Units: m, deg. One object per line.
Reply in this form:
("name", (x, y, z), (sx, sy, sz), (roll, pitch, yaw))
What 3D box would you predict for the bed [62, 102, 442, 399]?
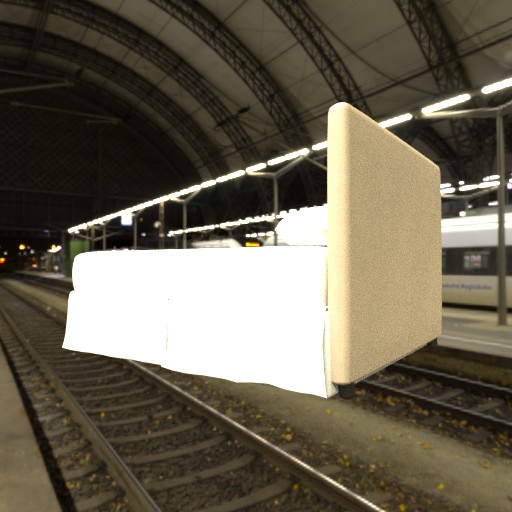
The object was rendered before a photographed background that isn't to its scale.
("bed", (0.000, 0.000, 3.162), (2.142, 1.330, 1.723), (-1, -1, 36))
